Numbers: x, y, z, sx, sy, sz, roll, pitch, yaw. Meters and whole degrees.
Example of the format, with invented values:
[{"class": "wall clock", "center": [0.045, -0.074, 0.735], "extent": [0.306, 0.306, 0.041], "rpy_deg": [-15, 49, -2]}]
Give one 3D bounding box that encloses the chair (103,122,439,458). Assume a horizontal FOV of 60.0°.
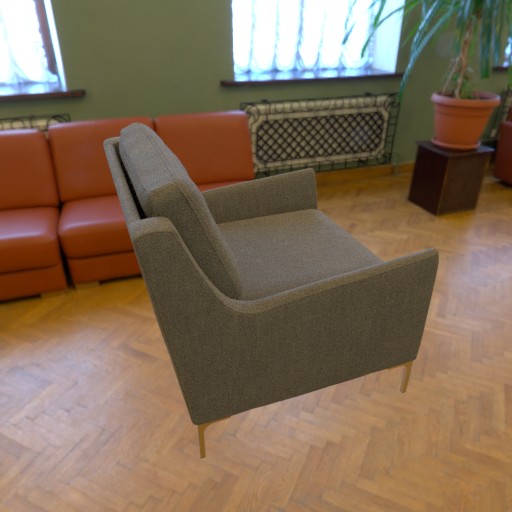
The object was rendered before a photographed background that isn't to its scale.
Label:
[{"class": "chair", "center": [0.000, 0.000, 1.529], "extent": [0.849, 0.828, 0.847], "rpy_deg": [-11, 31, -18]}]
